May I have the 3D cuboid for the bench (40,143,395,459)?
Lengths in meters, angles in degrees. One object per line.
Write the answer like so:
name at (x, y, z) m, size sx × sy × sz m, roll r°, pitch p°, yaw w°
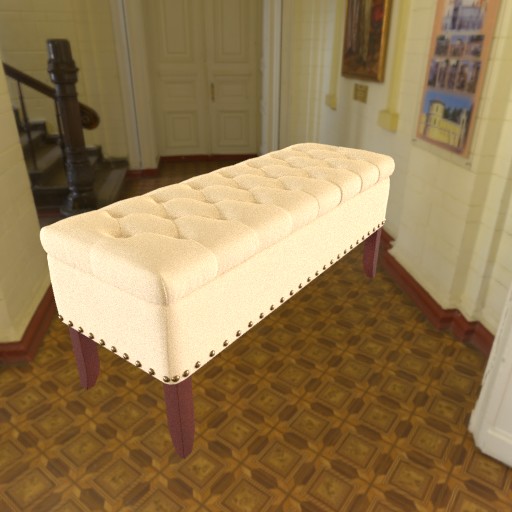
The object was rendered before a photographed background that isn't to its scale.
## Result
bench at (0.000, 0.000, 1.300) m, size 0.400 × 0.470 × 1.054 m, roll 18°, pitch 31°, yaw 32°
